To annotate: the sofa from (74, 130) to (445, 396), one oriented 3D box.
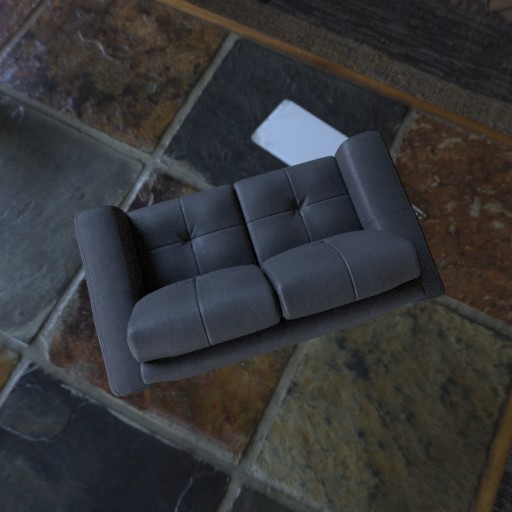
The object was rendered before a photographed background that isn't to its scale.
[{"bbox_3d":[0.000,0.000,2.420,1.806,0.907,1.018,-16,75,-4],"label":"sofa"}]
